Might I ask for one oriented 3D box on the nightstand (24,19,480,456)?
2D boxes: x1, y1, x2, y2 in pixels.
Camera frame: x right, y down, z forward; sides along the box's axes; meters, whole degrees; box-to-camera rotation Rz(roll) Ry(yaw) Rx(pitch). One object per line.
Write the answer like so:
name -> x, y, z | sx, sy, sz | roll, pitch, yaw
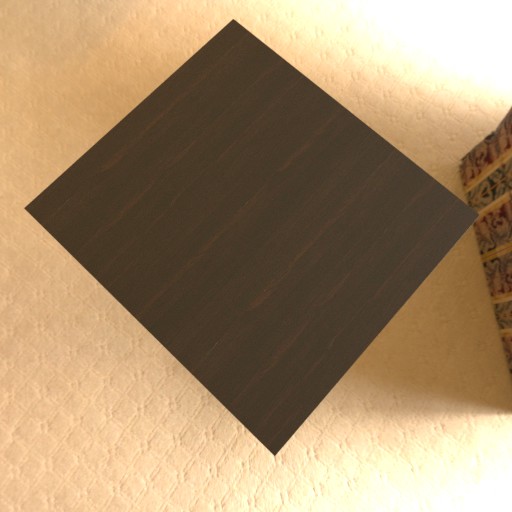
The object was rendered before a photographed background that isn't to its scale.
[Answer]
nightstand -> 0.000, 0.000, 0.804 | 0.461, 0.460, 0.400 | 42, 80, 9
